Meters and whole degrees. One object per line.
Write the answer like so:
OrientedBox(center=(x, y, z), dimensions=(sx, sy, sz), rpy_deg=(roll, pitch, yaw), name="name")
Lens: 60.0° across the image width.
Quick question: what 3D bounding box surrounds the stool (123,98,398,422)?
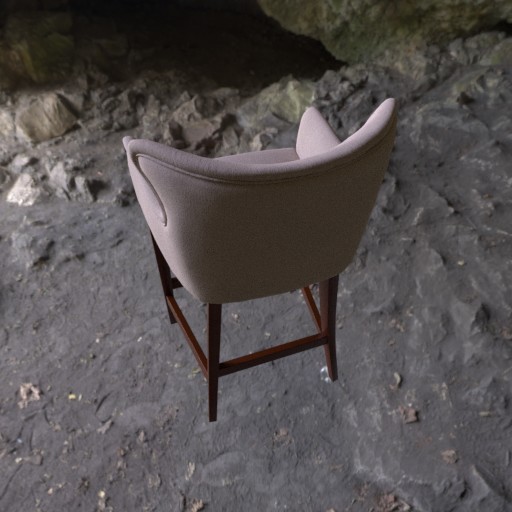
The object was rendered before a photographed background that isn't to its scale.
OrientedBox(center=(0.000, 0.000, 1.306), dimensions=(0.601, 0.951, 0.570), rpy_deg=(-14, 43, -15), name="stool")
